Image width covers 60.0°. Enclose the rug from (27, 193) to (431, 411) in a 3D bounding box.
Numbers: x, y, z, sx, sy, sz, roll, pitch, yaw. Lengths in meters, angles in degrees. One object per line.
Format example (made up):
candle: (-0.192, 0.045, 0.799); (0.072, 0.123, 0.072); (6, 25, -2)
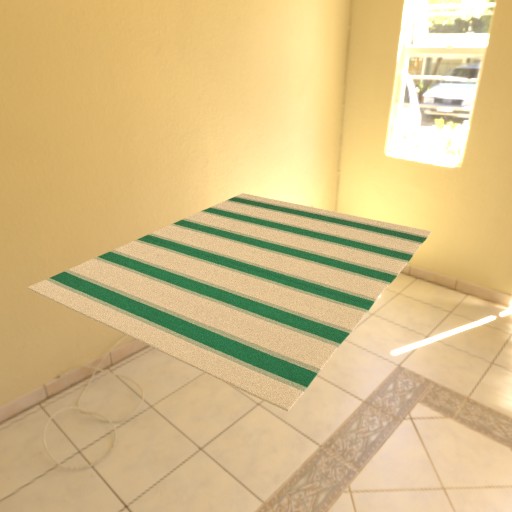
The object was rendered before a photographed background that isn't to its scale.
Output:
rug: (0.000, 0.000, 4.120); (2.434, 0.019, 3.041); (16, 30, 30)
